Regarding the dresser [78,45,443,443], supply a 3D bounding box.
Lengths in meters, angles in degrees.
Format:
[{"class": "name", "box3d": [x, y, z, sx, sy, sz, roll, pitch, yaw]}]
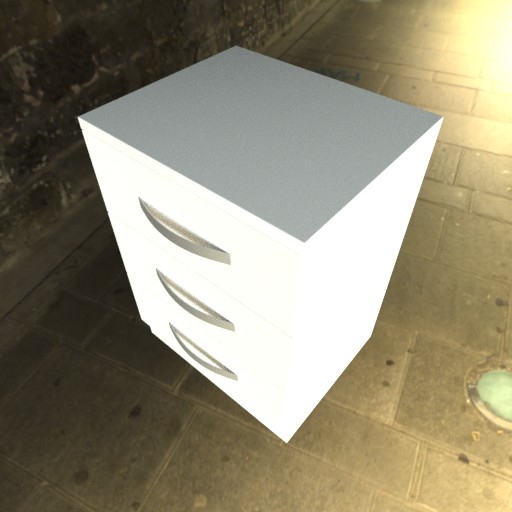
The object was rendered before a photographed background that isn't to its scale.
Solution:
[{"class": "dresser", "box3d": [0.000, 0.000, 0.830, 0.400, 0.560, 0.360, 31, 54, 27]}]
